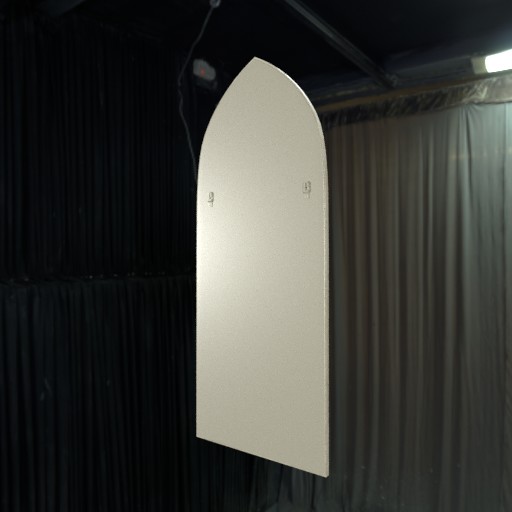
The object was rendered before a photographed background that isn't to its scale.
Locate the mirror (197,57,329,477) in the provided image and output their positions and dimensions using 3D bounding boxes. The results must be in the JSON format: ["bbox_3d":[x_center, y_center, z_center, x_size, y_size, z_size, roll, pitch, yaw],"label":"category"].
[{"bbox_3d":[0.000,0.000,1.314,0.464,1.175,0.025,0,0,35],"label":"mirror"}]
